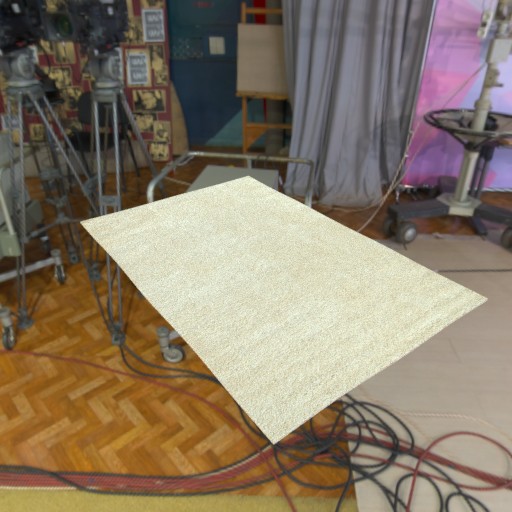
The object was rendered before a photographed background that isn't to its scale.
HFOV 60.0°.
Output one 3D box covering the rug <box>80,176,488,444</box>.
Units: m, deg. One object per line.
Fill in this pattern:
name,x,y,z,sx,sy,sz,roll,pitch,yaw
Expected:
rug,0.000,0.000,3.387,1.800,0.025,2.699,-21,38,-30
